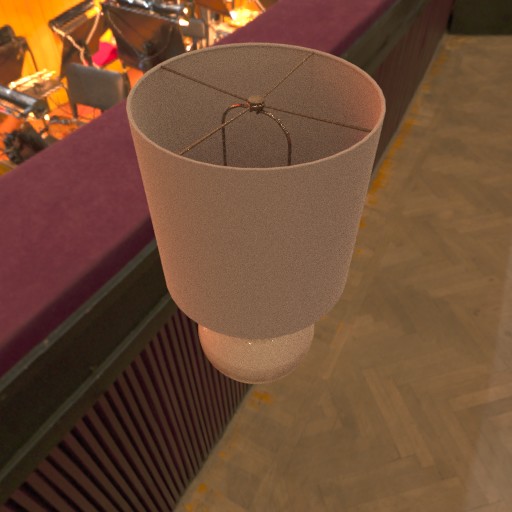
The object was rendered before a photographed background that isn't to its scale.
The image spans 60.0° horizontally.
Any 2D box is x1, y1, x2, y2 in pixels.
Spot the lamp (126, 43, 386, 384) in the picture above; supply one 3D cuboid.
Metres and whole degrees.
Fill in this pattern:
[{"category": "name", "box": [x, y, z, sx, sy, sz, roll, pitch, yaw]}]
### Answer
[{"category": "lamp", "box": [0.000, 0.000, 0.524, 0.217, 0.404, 0.217, 25, 52, 21]}]
